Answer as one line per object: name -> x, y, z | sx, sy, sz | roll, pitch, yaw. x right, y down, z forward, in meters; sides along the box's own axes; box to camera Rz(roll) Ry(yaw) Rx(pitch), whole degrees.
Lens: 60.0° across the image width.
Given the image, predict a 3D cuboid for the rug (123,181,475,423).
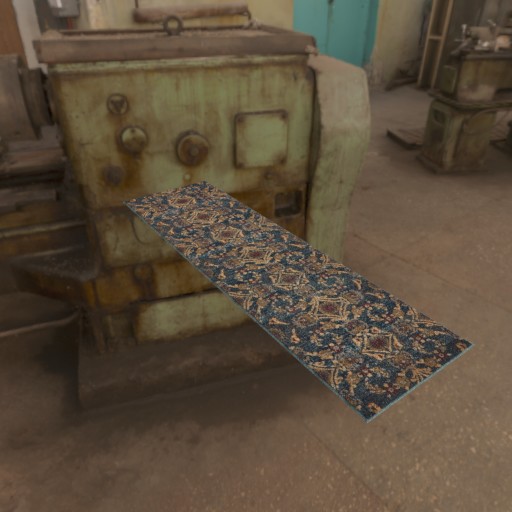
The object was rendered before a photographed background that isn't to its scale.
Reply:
rug -> 0.000, 0.000, 2.536 | 0.685, 0.014, 2.292 | -21, 37, -30
